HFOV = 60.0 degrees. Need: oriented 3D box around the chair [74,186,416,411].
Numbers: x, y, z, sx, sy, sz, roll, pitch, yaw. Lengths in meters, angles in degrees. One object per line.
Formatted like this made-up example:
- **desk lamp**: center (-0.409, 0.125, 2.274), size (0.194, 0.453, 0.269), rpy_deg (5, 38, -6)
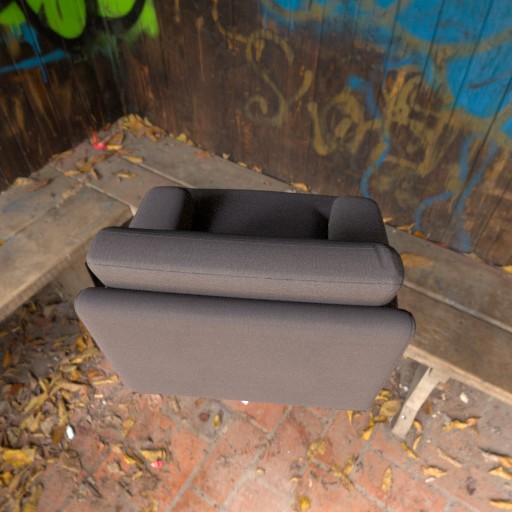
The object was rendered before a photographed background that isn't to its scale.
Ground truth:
- **chair**: center (0.000, 0.000, 1.997), size (1.168, 0.940, 1.143), rpy_deg (4, 48, 3)
